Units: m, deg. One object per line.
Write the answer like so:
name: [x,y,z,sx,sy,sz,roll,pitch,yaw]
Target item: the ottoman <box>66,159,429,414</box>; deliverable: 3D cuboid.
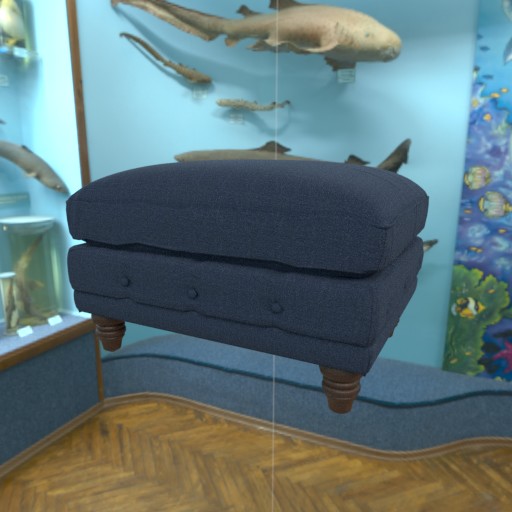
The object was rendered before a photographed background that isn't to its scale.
ottoman: [0.000,0.000,1.146,0.767,0.486,0.558,7,14,27]
